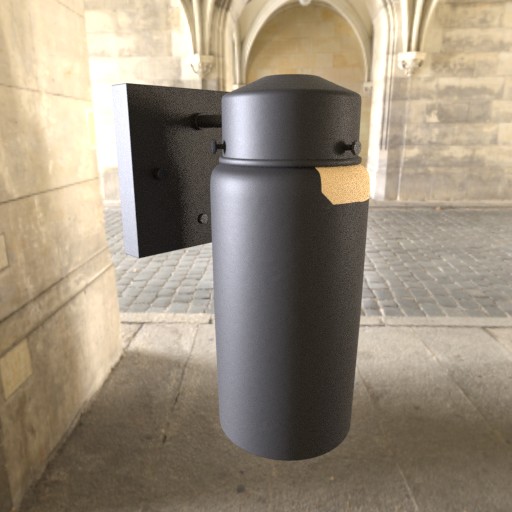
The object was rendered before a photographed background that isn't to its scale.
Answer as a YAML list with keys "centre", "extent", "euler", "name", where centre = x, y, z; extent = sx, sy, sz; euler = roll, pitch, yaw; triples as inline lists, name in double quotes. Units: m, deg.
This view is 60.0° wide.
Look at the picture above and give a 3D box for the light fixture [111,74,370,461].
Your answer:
- centre: [0.000, 0.000, 0.349]
  extent: [0.176, 0.257, 0.130]
  euler: [15, 21, 43]
  name: "light fixture"
